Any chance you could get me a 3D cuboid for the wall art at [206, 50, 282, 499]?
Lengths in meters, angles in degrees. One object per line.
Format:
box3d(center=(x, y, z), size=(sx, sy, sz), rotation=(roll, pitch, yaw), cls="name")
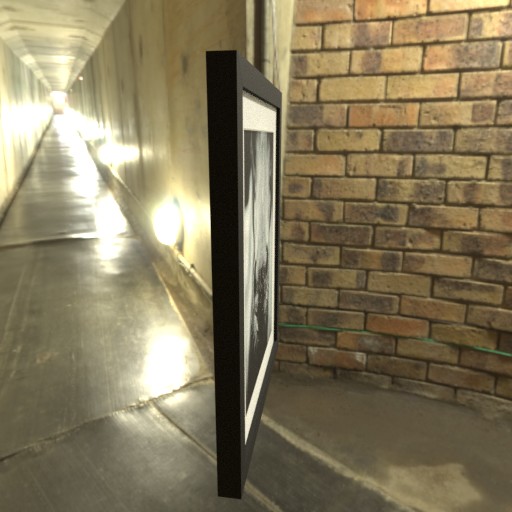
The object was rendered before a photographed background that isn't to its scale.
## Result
box3d(center=(0.000, 0.000, 0.746), size=(0.033, 0.559, 0.457), rotation=(2, 15, 9), cls="wall art")
